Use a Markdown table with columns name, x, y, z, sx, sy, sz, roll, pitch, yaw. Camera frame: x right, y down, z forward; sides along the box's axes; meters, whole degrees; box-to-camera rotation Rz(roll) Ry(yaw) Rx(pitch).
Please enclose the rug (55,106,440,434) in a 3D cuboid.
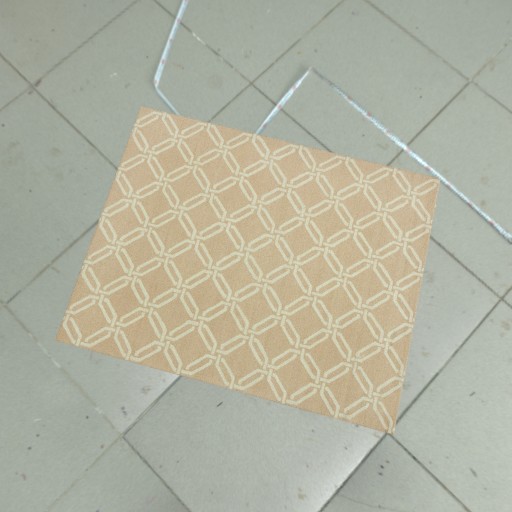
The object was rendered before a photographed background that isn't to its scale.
| name | x | y | z | sx | sy | sz | roll | pitch | yaw |
| --- | --- | --- | --- | --- | --- | --- | --- | --- | --- |
| rug | 0.000 | 0.000 | 3.904 | 2.895 | 0.018 | 2.288 | 15 | 77 | 3 |
